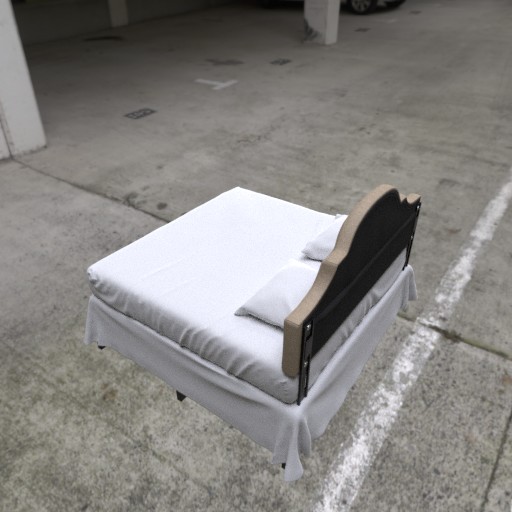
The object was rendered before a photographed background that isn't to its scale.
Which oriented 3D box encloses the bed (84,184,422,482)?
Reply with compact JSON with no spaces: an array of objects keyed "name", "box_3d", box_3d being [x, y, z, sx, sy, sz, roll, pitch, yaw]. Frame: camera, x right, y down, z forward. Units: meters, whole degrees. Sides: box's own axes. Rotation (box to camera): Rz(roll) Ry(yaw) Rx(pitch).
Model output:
[{"name":"bed","box_3d":[0.000,0.000,3.678,2.222,1.631,2.303,21,38,29]}]
